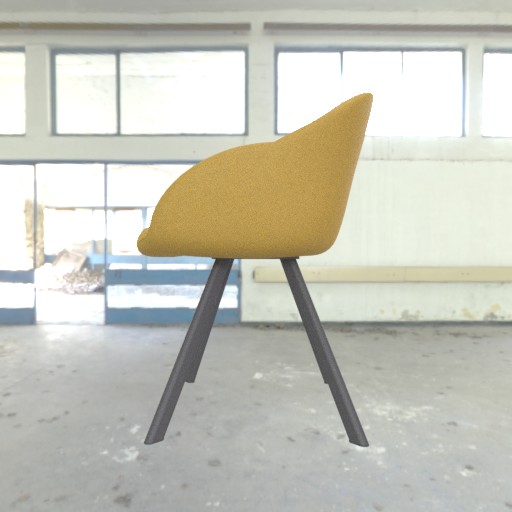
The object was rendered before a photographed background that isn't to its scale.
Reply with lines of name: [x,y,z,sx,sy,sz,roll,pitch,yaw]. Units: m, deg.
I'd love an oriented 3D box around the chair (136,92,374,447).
chair: [0.000,0.000,1.161,0.583,0.793,0.551,0,1,1]
